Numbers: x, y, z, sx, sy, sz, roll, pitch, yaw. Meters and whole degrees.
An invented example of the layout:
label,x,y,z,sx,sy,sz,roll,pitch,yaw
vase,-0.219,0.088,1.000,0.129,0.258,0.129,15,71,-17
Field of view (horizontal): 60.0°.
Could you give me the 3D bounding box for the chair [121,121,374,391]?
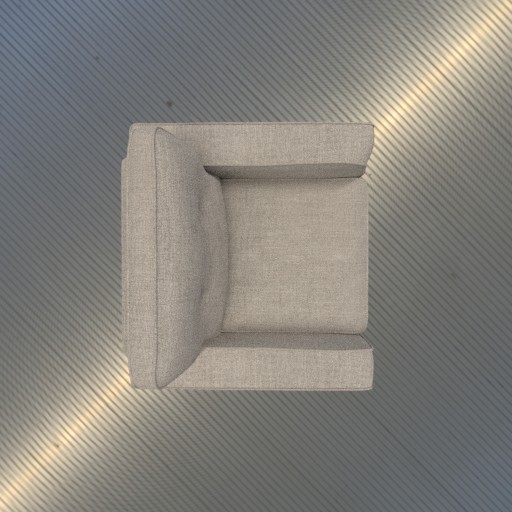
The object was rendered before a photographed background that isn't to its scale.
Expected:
label,x,y,z,sx,sy,sz,roll,pitch,yaw
chair,0.000,0.000,1.808,0.939,0.965,1.015,0,91,1
